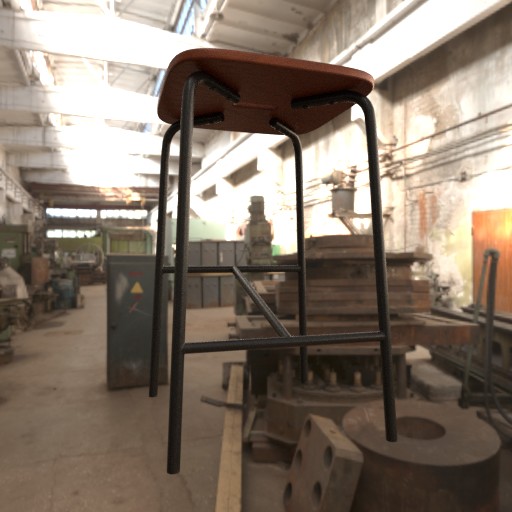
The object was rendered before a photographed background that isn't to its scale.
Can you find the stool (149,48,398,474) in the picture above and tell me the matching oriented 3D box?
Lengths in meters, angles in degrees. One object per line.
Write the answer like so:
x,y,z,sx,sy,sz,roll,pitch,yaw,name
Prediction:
0.000,0.000,0.851,0.376,0.610,0.376,0,0,-18,stool
